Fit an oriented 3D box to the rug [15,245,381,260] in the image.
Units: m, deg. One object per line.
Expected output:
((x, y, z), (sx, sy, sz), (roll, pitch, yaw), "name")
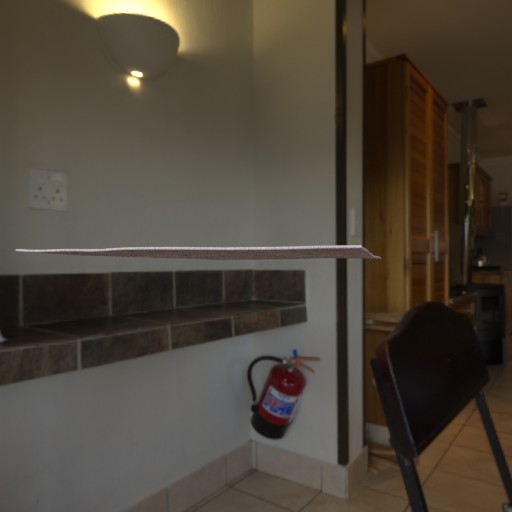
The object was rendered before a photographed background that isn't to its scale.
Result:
((0.000, 0.000, 2.939), (1.537, 0.029, 2.439), (0, -1, 17), "rug")
